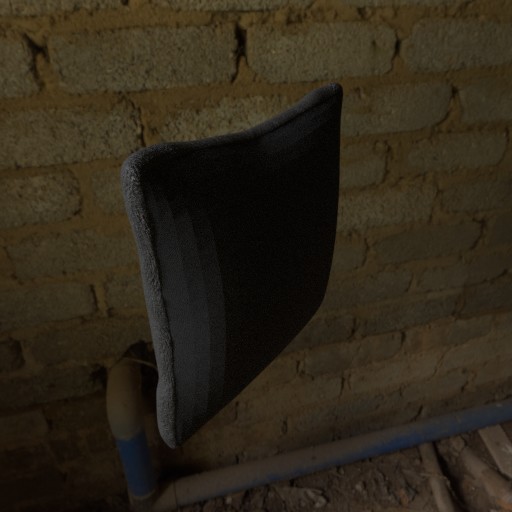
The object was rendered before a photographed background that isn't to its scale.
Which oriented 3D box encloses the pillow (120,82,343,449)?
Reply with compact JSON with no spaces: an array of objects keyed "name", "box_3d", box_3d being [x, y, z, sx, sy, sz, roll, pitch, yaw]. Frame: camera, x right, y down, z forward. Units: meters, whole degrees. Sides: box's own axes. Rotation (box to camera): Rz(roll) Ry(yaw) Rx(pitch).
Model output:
[{"name":"pillow","box_3d":[0.000,0.000,0.801,0.210,0.523,0.533,21,38,29]}]
